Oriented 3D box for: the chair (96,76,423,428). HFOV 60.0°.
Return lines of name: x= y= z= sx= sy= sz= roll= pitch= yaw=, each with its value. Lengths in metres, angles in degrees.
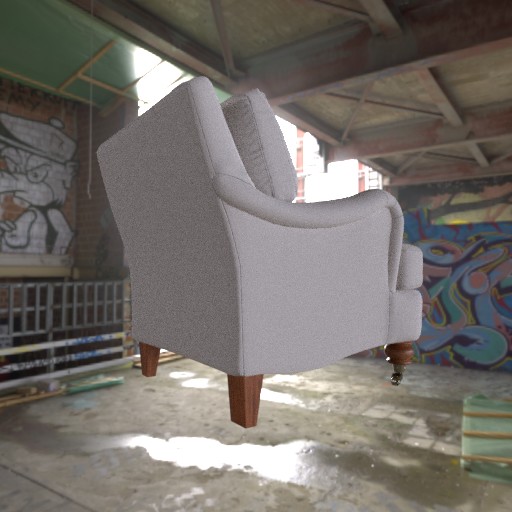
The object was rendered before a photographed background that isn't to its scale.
chair: x=0.000 y=0.000 z=1.836 sx=1.070 sy=1.038 sz=0.955 roll=1 pitch=-2 yaw=-35
